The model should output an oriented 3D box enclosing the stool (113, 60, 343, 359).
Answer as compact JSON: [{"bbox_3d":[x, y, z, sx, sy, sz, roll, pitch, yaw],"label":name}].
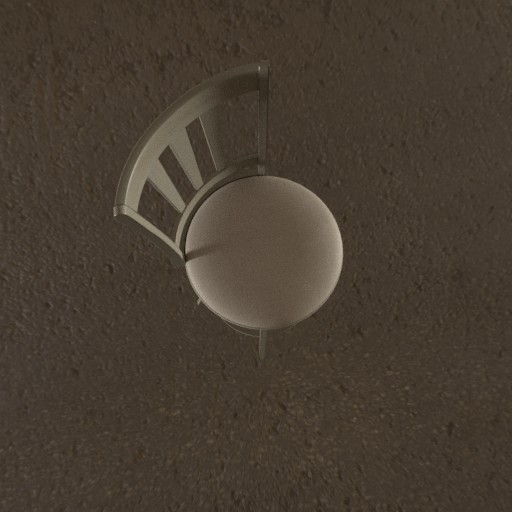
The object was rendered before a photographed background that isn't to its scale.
[{"bbox_3d":[0.000,0.000,1.305,0.475,1.042,0.436,39,78,10],"label":"stool"}]
